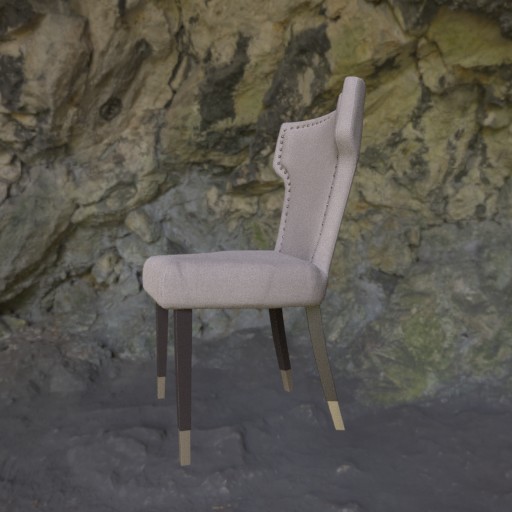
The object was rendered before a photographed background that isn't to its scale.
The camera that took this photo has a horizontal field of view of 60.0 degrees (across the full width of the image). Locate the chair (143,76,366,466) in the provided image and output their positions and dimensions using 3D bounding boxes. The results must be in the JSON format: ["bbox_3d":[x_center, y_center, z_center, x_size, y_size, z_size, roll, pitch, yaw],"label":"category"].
[{"bbox_3d":[0.000,0.000,1.332,0.630,0.955,0.526,0,0,-18],"label":"chair"}]
